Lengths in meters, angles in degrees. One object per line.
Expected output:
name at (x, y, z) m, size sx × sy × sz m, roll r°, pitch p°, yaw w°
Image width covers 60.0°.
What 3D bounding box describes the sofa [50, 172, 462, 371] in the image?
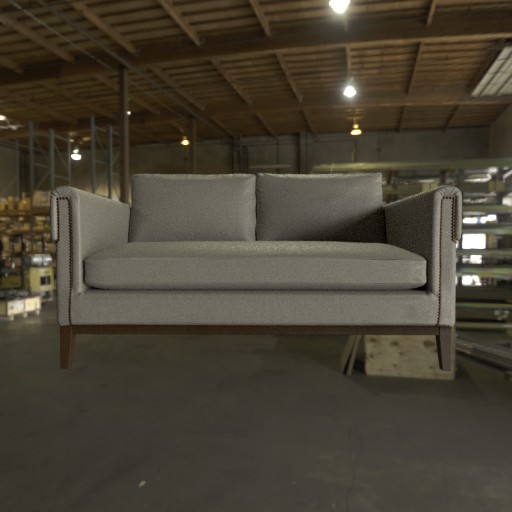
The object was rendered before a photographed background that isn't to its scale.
sofa at (0.000, 0.000, 2.120) m, size 1.598 × 0.873 × 0.899 m, roll 0°, pitch 1°, yaw 1°
